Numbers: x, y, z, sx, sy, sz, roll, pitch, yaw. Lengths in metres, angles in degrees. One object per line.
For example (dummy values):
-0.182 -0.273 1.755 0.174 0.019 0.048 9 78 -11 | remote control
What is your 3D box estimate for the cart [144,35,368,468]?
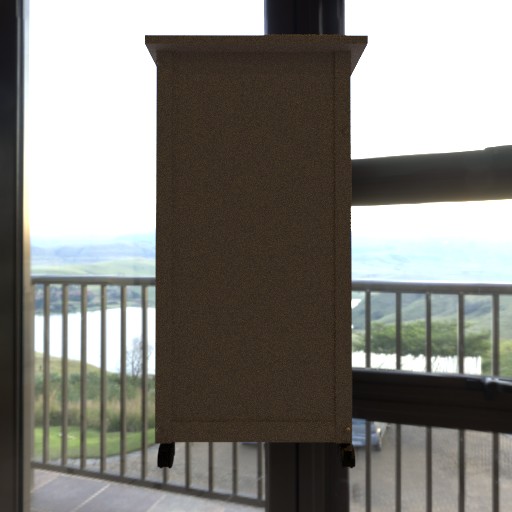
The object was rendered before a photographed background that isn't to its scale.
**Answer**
0.000 0.000 1.210 0.442 0.864 0.683 0 -1 0 | cart
